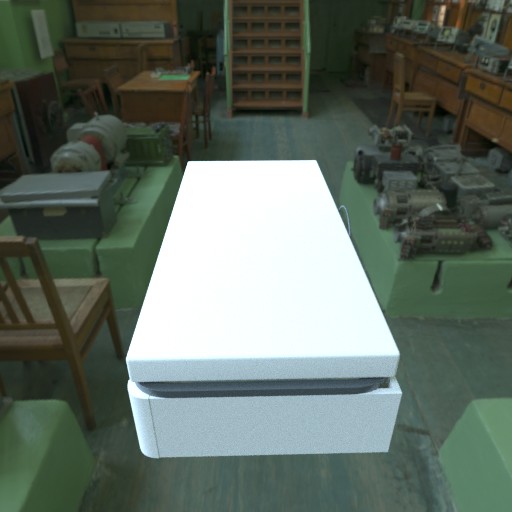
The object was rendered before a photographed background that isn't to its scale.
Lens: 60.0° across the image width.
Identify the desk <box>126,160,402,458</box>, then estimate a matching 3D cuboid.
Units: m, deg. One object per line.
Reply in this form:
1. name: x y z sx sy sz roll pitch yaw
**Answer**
1. desk: 0.000 0.000 2.263 0.900 0.526 1.900 -1 31 -1
